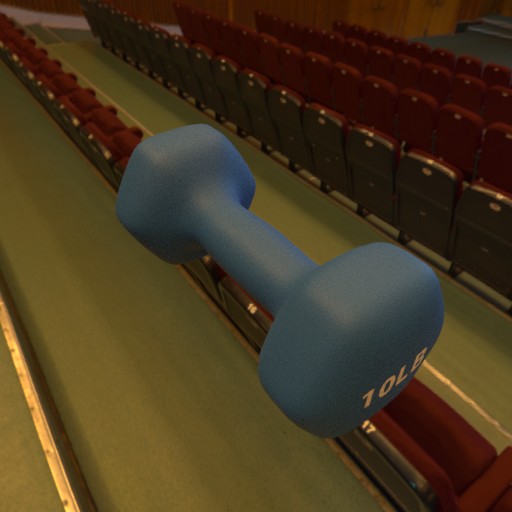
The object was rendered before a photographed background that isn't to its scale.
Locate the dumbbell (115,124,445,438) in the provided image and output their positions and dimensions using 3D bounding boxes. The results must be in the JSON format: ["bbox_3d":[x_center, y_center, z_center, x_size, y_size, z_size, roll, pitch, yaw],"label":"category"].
[{"bbox_3d":[0.000,0.000,0.264,0.103,0.093,0.212,-25,46,-27],"label":"dumbbell"}]
